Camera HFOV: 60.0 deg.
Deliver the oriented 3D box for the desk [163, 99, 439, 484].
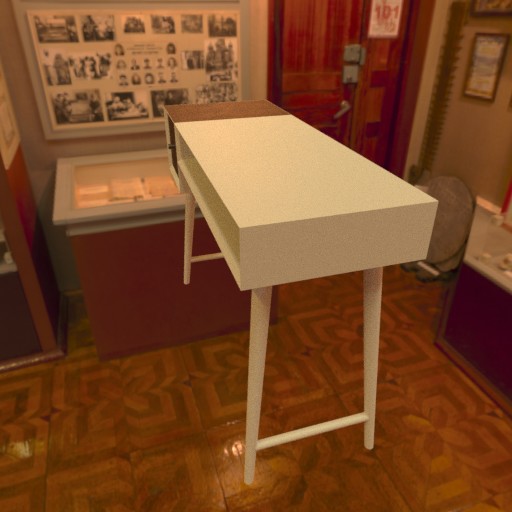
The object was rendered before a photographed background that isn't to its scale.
[{"bbox_3d":[0.000,0.000,1.435,0.409,0.761,1.069,-9,31,-15],"label":"desk"}]
